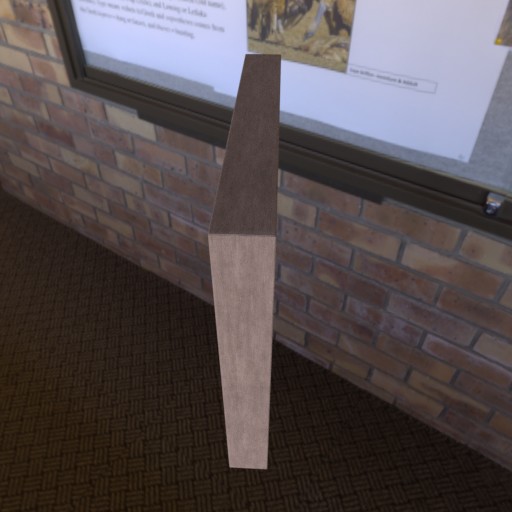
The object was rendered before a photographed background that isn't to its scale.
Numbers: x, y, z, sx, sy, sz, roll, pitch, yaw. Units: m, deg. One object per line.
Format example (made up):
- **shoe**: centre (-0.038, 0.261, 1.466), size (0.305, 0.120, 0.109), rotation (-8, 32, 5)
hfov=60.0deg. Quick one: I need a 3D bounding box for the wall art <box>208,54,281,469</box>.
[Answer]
- **wall art**: centre (0.000, 0.000, 0.457), size (0.038, 0.302, 0.303), rotation (2, 42, 2)
